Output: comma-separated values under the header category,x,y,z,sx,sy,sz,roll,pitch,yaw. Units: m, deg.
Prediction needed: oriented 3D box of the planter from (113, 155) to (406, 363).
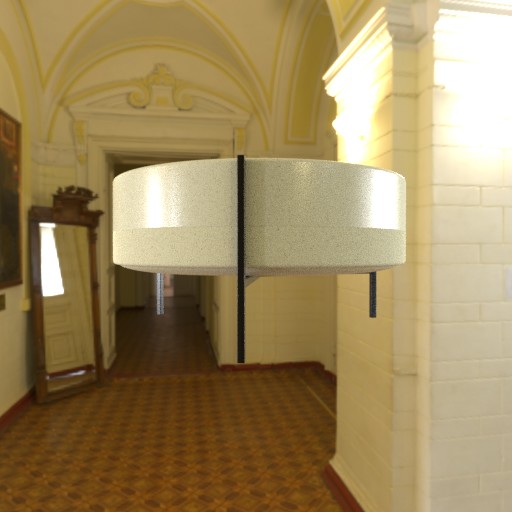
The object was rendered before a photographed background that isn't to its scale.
category,x,y,z,sx,sy,sz,roll,pitch,yaw
planter,0.000,0.000,0.538,0.345,0.171,0.336,1,1,35
